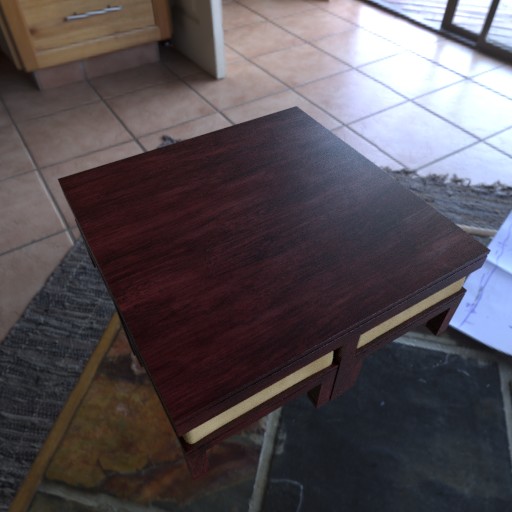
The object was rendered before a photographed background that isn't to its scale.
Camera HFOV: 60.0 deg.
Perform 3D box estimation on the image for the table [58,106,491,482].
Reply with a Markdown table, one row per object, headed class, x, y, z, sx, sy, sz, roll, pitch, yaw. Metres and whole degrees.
| class | x | y | z | sx | sy | sz | roll | pitch | yaw |
| --- | --- | --- | --- | --- | --- | --- | --- | --- | --- |
| table | 0.000 | 0.000 | 1.350 | 0.865 | 0.356 | 0.865 | -23 | 51 | -21 |
